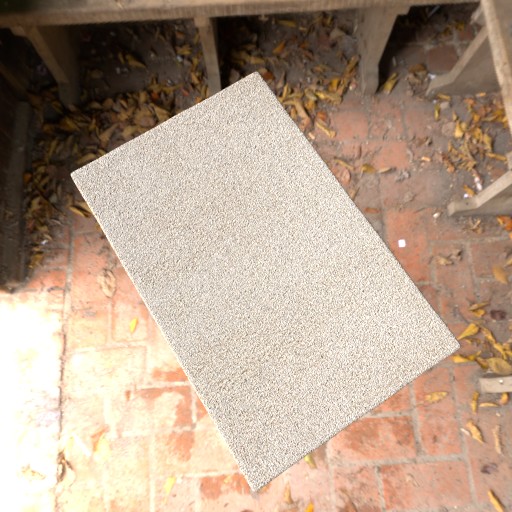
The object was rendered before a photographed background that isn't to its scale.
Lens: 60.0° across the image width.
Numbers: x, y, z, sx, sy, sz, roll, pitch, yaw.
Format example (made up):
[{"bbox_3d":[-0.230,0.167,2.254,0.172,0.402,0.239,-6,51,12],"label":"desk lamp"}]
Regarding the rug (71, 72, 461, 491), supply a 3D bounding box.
[{"bbox_3d":[0.000,0.000,3.371,1.778,0.030,2.743,-32,77,-8],"label":"rug"}]
